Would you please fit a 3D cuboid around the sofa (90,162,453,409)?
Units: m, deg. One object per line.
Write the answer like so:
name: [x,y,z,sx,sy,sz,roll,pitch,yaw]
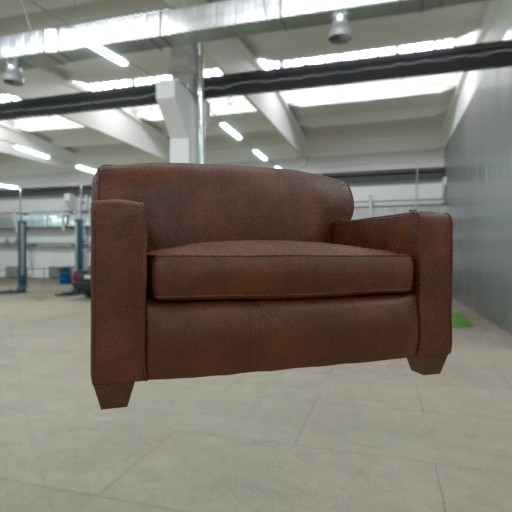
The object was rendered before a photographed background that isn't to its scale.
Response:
sofa: [0.000,0.000,1.995,1.413,0.956,1.000,0,0,-19]
